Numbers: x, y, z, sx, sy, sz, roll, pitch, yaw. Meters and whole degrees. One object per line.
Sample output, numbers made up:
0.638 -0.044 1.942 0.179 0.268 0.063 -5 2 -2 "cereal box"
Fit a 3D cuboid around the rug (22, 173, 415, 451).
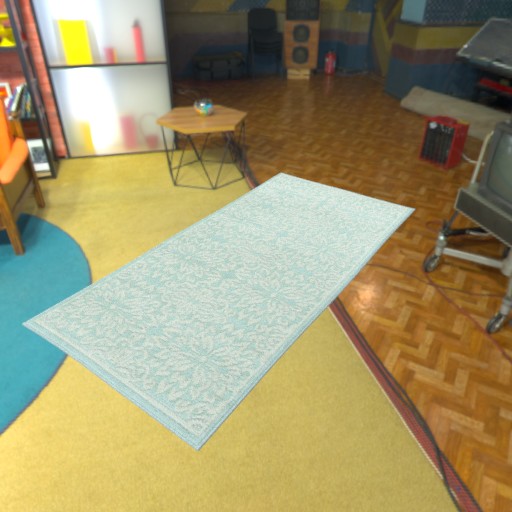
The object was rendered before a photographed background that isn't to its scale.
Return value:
0.000 0.000 1.398 0.604 0.007 1.219 21 39 29 "rug"
